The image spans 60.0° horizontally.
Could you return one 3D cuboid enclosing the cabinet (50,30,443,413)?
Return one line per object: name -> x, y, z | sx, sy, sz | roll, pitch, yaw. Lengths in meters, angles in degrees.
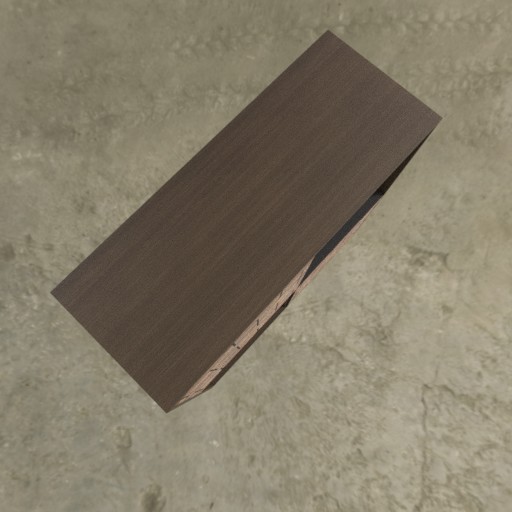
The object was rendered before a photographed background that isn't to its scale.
cabinet -> 0.000, 0.000, 1.679 | 0.400, 1.170, 1.010 | 42, 80, 9
